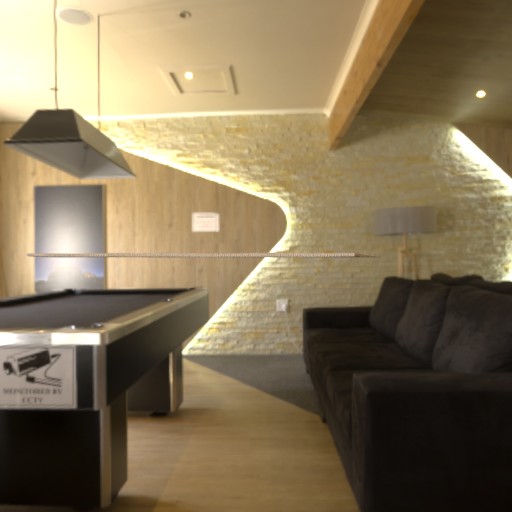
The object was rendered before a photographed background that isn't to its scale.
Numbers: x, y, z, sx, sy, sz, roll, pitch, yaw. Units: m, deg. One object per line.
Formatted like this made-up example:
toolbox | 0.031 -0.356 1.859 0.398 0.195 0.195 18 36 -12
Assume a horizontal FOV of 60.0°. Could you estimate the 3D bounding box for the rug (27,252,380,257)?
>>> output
rug | 0.000 0.000 3.076 1.575 0.023 2.459 0 0 18
